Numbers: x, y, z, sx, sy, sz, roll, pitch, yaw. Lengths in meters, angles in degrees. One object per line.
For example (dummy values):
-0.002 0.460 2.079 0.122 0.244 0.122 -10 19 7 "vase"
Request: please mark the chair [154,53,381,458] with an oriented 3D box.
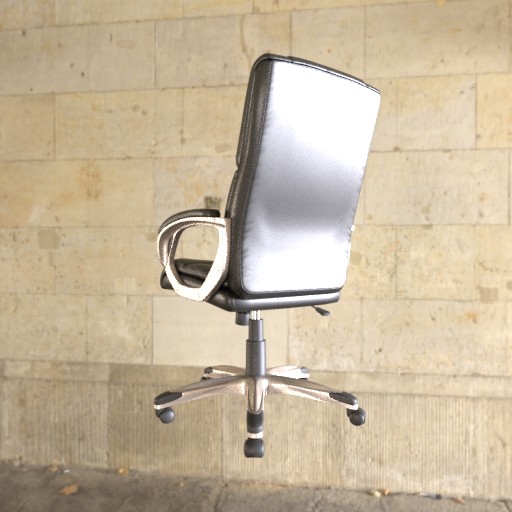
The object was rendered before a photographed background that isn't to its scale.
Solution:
0.000 0.000 1.627 0.700 1.145 0.780 0 0 -36 "chair"
